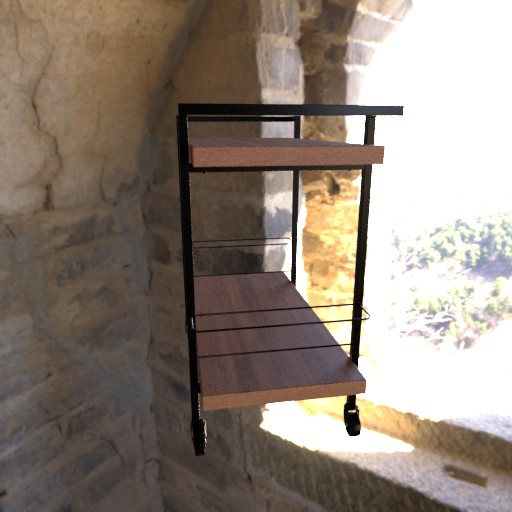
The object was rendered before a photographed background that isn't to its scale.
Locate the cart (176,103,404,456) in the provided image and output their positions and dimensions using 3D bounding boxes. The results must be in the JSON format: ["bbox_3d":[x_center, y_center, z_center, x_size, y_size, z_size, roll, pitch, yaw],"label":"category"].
[{"bbox_3d":[0.000,0.000,1.236,0.406,0.762,0.806,-3,16,-10],"label":"cart"}]
